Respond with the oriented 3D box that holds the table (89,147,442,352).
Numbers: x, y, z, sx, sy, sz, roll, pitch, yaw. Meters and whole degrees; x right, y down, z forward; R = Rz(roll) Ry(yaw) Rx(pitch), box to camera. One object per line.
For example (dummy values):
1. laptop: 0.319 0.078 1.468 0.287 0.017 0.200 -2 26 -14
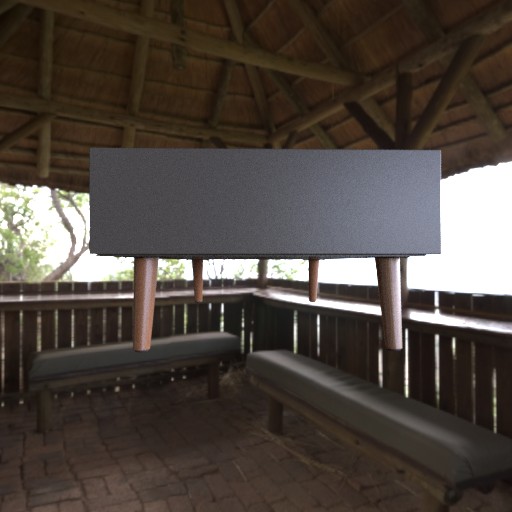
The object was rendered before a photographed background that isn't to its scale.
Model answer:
1. table: 0.000 0.000 1.465 0.703 0.404 1.201 0 -1 -1
